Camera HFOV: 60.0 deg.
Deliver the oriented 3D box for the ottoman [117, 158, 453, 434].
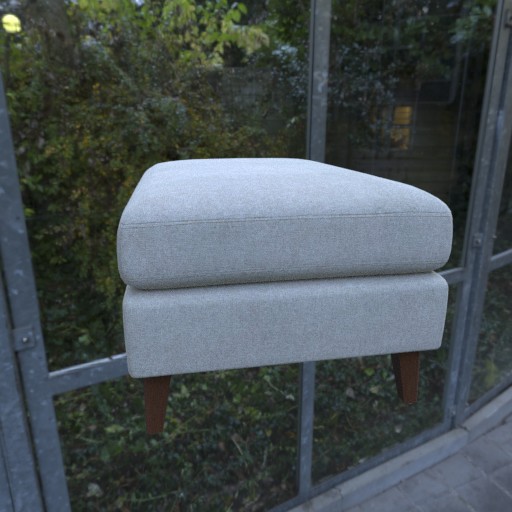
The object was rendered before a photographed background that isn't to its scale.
[{"bbox_3d":[0.000,0.000,1.180,0.610,0.478,0.823,-3,17,-10],"label":"ottoman"}]
